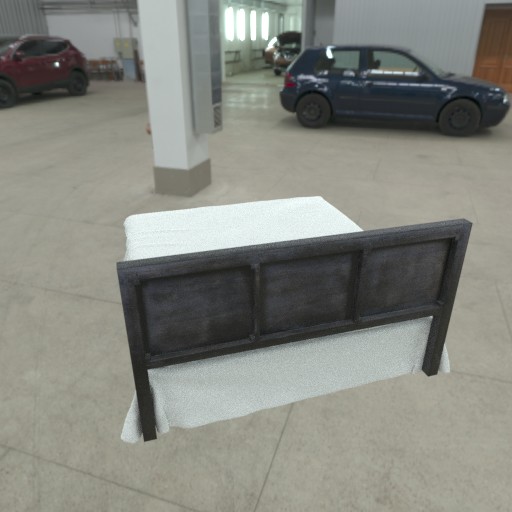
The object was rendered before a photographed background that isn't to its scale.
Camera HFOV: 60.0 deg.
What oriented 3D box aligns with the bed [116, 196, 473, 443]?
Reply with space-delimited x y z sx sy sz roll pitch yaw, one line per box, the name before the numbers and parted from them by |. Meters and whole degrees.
bed | 0.000 0.000 3.507 2.255 1.158 2.165 -8 27 -15
